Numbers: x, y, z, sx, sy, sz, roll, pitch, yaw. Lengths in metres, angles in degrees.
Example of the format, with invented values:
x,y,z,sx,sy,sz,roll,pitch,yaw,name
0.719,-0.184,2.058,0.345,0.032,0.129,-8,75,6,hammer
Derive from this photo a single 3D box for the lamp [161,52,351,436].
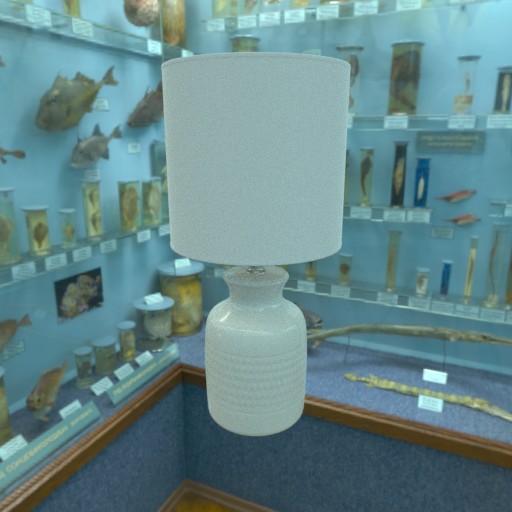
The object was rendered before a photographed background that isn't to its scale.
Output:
x,y,z,sx,sy,sz,roll,pitch,yaw,name
0.000,0.000,0.499,0.188,0.392,0.188,8,17,26,lamp
